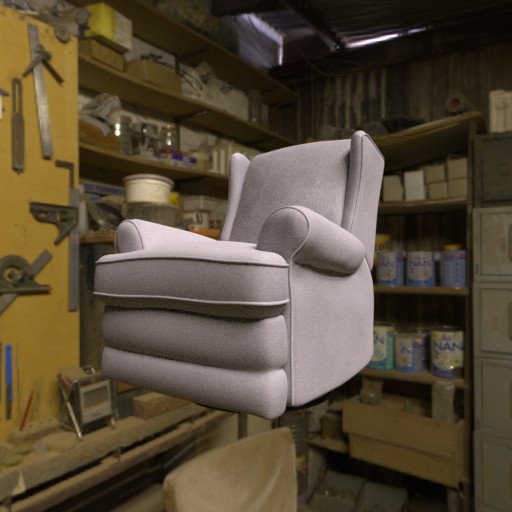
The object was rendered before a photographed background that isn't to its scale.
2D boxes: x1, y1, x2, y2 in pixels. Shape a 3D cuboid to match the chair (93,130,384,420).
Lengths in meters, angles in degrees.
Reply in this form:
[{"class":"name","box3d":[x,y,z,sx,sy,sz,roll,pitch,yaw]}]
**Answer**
[{"class":"chair","box3d":[0.000,0.000,1.689,0.847,1.011,0.969,-1,-1,36]}]
